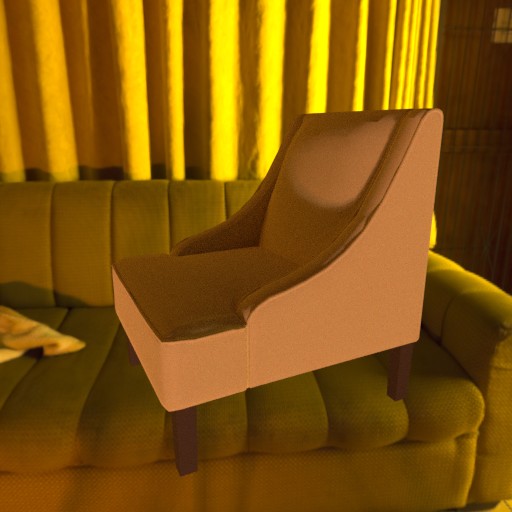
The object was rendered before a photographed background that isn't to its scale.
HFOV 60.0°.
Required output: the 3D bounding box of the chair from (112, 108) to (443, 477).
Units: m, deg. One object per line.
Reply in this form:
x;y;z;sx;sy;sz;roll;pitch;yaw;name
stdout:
0.000;0.000;1.410;0.806;0.886;0.689;-8;18;-25;chair
